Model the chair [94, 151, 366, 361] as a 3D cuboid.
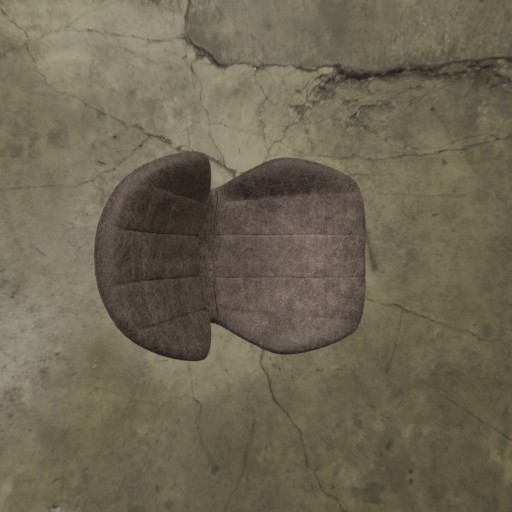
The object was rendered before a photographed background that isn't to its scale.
[{"bbox_3d":[0.000,0.000,1.299,0.640,0.934,0.527,0,90,-1],"label":"chair"}]
